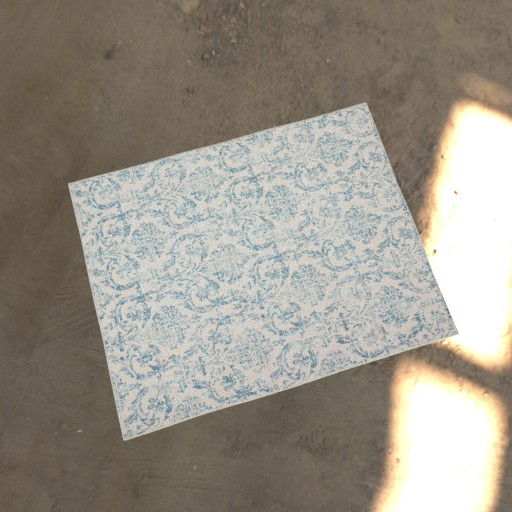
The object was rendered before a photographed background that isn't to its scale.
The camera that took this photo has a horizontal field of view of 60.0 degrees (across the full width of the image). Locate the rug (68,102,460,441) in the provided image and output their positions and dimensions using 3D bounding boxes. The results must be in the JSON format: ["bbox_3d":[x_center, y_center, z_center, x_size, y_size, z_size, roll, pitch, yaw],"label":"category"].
[{"bbox_3d":[0.000,0.000,4.006,2.980,0.012,2.363,-16,77,-4],"label":"rug"}]
